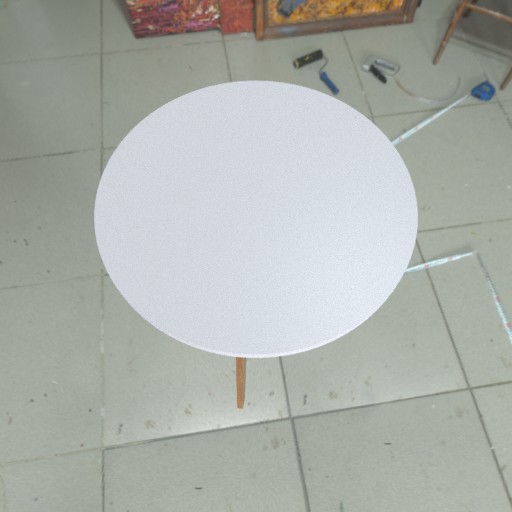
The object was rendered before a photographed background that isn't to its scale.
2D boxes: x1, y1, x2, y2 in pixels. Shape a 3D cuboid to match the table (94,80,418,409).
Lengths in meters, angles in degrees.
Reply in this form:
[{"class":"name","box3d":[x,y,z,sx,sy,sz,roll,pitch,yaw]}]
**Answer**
[{"class":"table","box3d":[0.000,0.000,1.582,0.896,0.762,0.896,0,64,0]}]
